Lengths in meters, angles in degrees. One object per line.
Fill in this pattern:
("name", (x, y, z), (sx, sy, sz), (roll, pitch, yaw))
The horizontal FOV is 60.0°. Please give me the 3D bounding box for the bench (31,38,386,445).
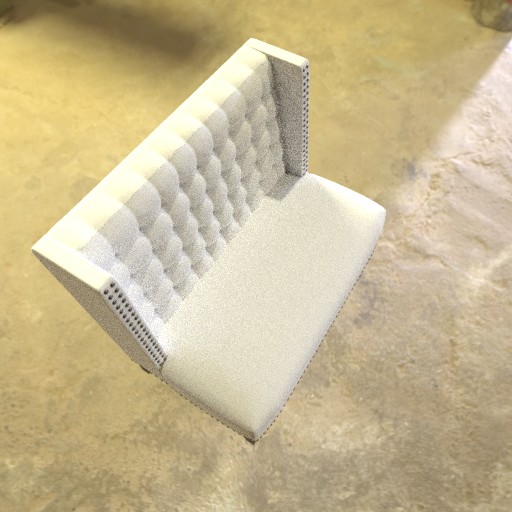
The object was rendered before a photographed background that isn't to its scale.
("bench", (0.000, 0.000, 1.982), (0.847, 1.123, 1.280), (28, 63, 16))
